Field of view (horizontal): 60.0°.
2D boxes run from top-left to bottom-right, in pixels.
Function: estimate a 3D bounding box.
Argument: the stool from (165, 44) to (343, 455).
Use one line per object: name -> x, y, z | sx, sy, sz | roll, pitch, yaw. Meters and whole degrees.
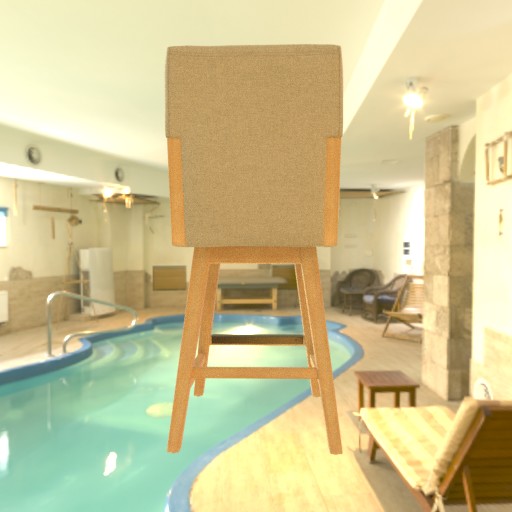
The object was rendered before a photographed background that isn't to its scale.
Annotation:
stool -> 0.000, 0.000, 1.410 | 0.507, 1.085, 0.606 | 0, 2, 1
